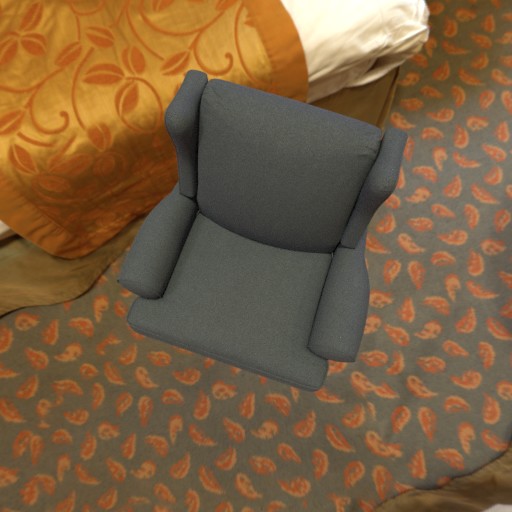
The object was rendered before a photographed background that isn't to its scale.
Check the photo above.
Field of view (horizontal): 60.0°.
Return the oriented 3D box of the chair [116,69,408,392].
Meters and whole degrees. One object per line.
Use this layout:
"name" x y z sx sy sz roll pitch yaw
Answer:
"chair" 0.000 0.000 1.778 0.971 1.020 0.877 18 77 4
